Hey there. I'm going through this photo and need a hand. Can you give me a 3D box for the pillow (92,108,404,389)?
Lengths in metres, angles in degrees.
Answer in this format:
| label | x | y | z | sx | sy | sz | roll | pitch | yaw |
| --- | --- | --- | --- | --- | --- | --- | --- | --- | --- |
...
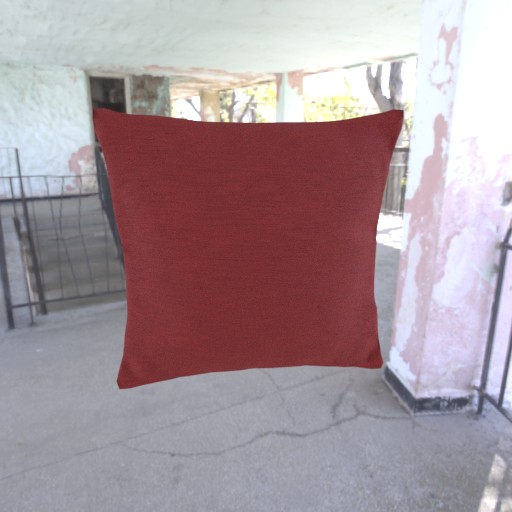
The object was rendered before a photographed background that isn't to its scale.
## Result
| label | x | y | z | sx | sy | sz | roll | pitch | yaw |
| --- | --- | --- | --- | --- | --- | --- | --- | --- | --- |
| pillow | 0.000 | 0.000 | 0.656 | 0.435 | 0.416 | 0.151 | -2 | 16 | -8 |
